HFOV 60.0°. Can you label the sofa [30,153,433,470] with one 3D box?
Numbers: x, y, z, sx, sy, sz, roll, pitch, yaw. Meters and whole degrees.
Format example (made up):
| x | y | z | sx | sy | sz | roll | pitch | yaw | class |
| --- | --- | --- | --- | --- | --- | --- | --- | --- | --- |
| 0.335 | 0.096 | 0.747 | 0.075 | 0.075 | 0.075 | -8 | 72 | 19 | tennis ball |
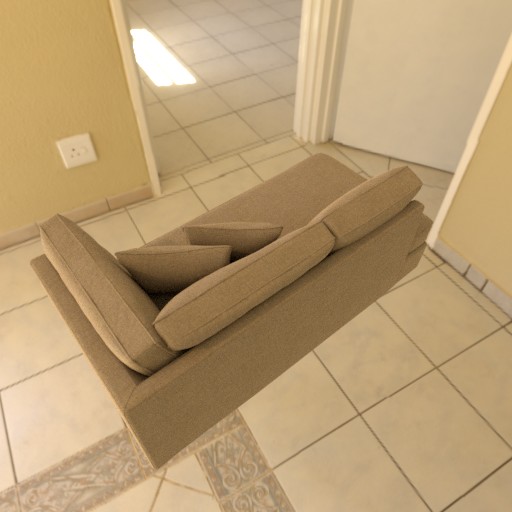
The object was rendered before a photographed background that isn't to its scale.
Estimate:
| x | y | z | sx | sy | sz | roll | pitch | yaw | class |
| --- | --- | --- | --- | --- | --- | --- | --- | --- | --- |
| 0.000 | 0.000 | 2.737 | 2.238 | 1.019 | 1.110 | -31 | 56 | -25 | sofa |
